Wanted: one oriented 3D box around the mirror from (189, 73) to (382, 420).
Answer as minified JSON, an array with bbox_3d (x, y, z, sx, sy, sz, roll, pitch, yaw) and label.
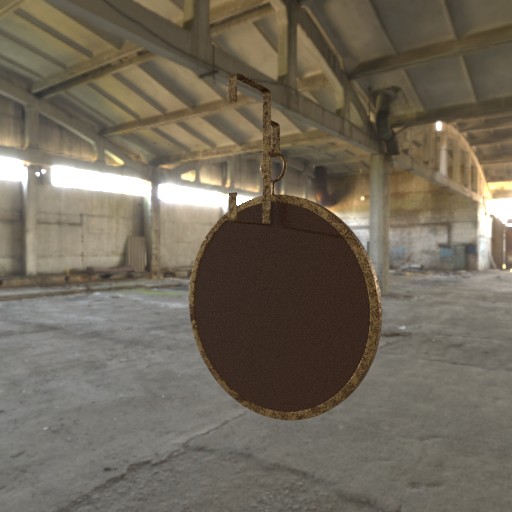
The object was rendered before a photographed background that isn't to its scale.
[{"bbox_3d":[0.000,0.000,0.847,0.447,0.651,0.144,0,1,35],"label":"mirror"}]
